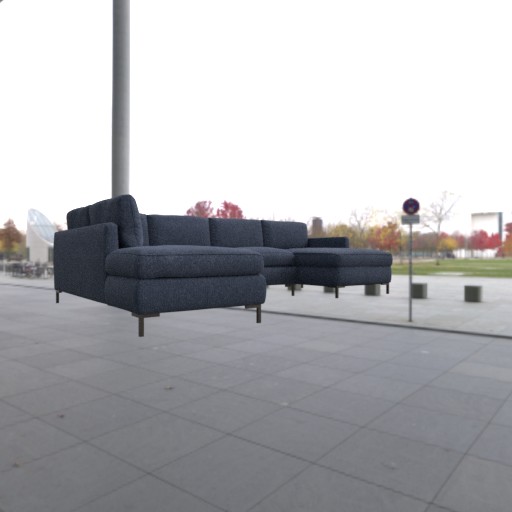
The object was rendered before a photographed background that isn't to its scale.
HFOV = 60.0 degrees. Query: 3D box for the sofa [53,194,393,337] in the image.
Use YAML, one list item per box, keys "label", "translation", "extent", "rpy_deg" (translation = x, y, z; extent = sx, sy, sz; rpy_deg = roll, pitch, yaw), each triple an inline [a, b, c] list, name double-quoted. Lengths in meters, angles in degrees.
- label: "sofa"
  translation: [0.000, 0.000, 3.893]
  extent: [2.956, 0.813, 2.007]
  rpy_deg: [0, 0, -36]
